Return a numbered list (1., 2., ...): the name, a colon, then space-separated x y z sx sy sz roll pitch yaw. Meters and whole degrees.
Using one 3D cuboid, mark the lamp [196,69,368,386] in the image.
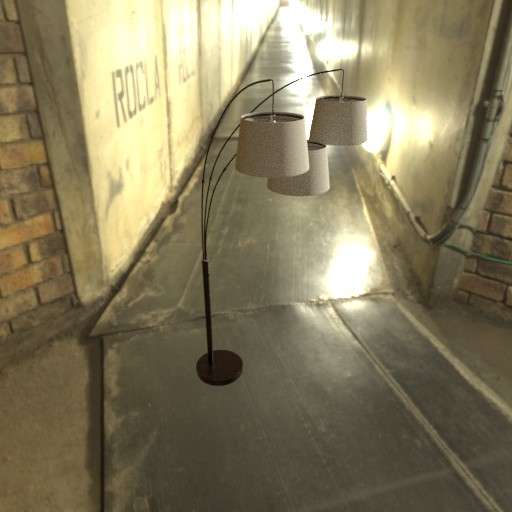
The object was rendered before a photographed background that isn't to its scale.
1. lamp: 0.000 0.000 2.517 0.924 1.950 0.951 18 32 31
